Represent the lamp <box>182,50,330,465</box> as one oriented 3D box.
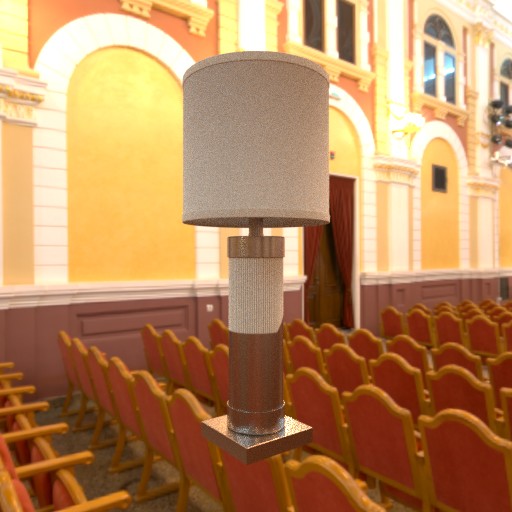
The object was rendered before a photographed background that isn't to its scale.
[{"bbox_3d":[0.000,0.000,0.616,0.202,0.509,0.202,0,0,-37],"label":"lamp"}]
